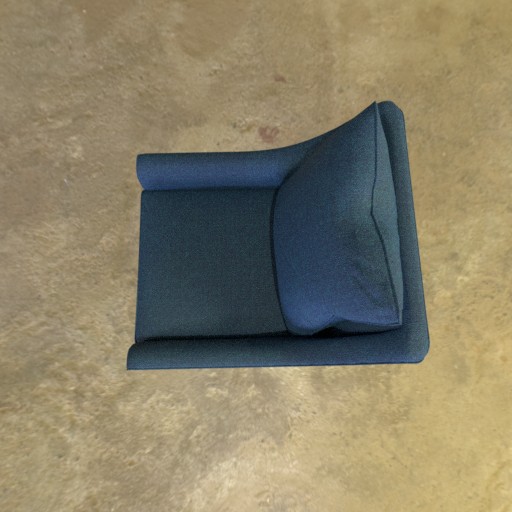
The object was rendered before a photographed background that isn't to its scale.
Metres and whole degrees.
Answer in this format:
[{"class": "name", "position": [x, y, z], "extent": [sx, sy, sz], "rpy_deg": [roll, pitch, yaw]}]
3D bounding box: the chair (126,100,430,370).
[{"class": "chair", "position": [0.000, 0.000, 1.537], "extent": [0.870, 0.939, 0.750], "rpy_deg": [-1, 76, 0]}]
